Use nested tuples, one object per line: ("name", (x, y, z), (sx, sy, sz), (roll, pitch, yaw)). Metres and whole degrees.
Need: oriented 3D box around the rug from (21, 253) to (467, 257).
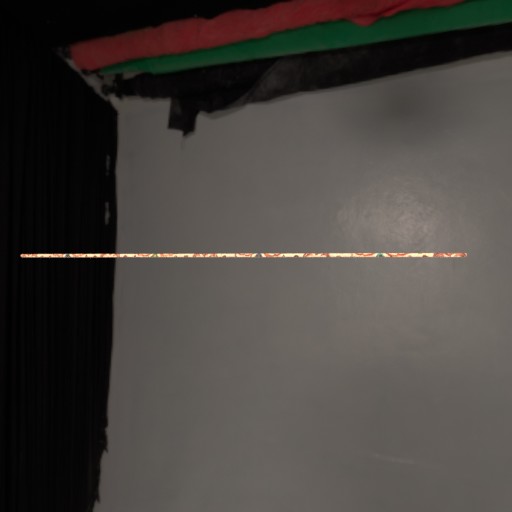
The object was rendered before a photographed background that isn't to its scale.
("rug", (0.000, 0.000, 2.874), (2.297, 0.018, 1.541), (0, 0, 18))
